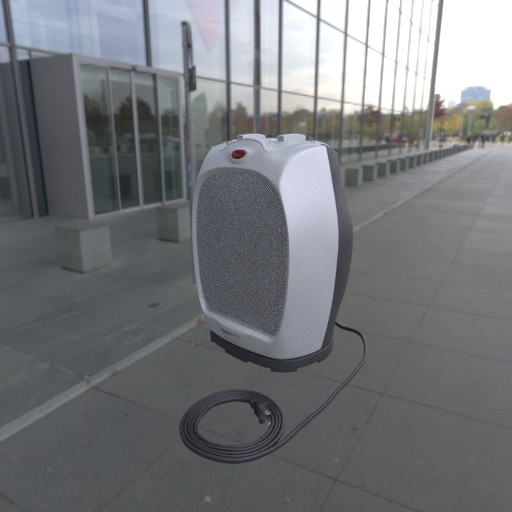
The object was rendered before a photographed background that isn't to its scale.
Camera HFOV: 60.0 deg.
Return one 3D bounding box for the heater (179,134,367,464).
[{"bbox_3d":[0.000,0.000,0.479,0.291,0.255,0.239,-15,21,-43],"label":"heater"}]
